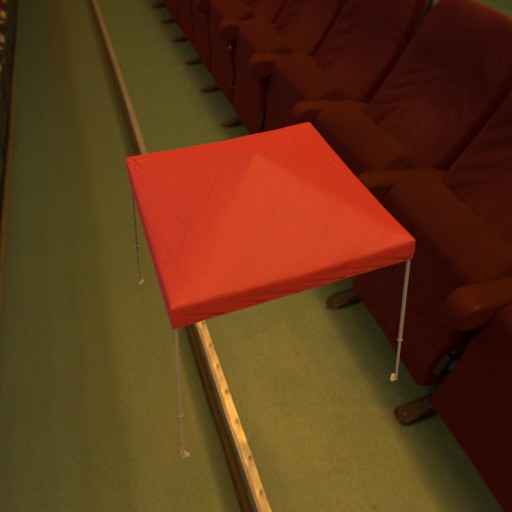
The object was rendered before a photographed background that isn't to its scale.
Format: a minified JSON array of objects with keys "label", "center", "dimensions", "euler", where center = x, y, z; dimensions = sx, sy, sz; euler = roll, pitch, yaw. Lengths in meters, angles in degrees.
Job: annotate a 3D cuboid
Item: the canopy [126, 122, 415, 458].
[{"label":"canopy","center":[0.000,0.000,6.694],"dimensions":[3.599,3.600,3.600],"euler":[-15,48,-14]}]
